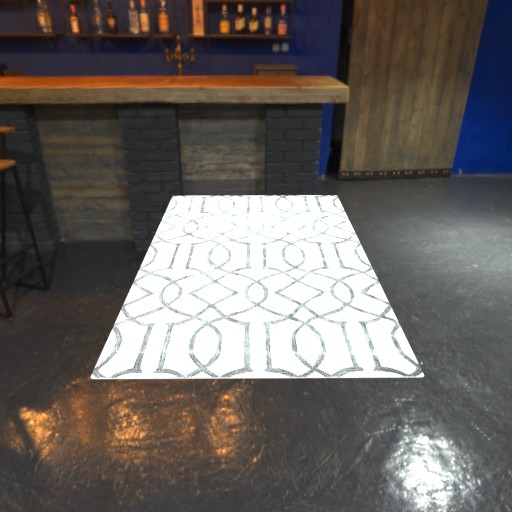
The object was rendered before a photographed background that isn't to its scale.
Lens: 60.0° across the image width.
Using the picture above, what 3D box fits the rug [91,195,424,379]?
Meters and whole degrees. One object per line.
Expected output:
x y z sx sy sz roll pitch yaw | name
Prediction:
0.000 0.000 3.057 1.521 0.017 2.365 0 28 0 | rug
